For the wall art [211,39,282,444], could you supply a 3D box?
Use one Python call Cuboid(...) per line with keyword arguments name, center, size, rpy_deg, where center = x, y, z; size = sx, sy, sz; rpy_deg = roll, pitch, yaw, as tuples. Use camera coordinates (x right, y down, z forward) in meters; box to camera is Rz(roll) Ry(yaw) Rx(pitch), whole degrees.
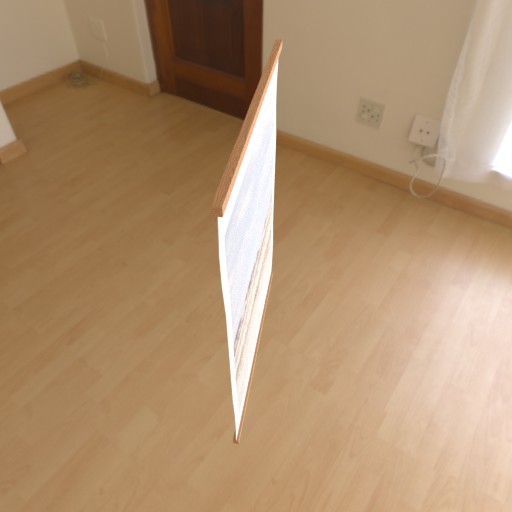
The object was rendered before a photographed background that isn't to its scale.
Cuboid(name="wall art", center=(0.000, 0.000, 0.822), size=(0.011, 0.605, 0.458), rpy_deg=(7, 46, 7))
